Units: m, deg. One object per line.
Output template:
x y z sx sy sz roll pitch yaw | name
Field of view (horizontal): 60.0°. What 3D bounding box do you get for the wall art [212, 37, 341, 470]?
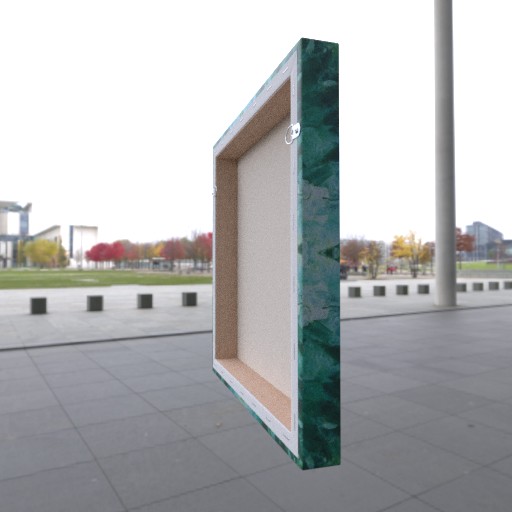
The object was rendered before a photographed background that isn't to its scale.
0.000 0.000 0.471 0.033 0.313 0.313 0 -1 -17 | wall art
